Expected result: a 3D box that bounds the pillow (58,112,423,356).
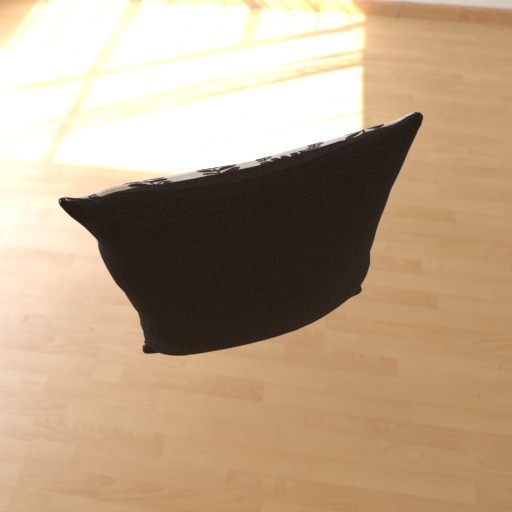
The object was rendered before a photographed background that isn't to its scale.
[{"bbox_3d":[0.000,0.000,0.679,0.440,0.441,0.182,-15,58,-10],"label":"pillow"}]
